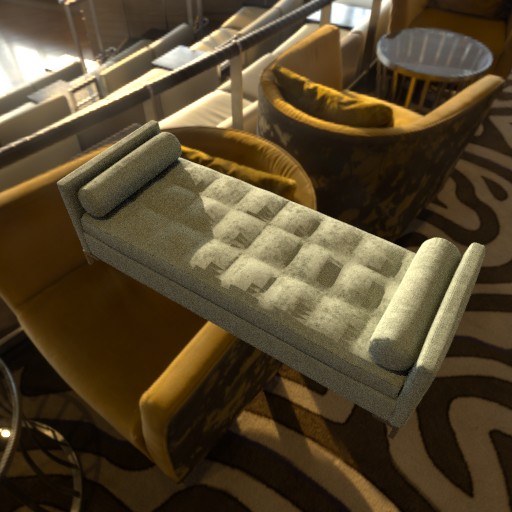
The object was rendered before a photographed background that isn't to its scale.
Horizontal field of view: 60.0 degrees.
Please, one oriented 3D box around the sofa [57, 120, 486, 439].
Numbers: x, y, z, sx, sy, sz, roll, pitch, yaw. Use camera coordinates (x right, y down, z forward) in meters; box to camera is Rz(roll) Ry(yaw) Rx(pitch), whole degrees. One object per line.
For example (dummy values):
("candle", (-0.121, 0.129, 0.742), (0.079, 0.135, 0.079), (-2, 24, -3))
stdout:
("sofa", (0.000, 0.000, 2.462), (2.102, 0.657, 0.797), (25, 52, 21))
